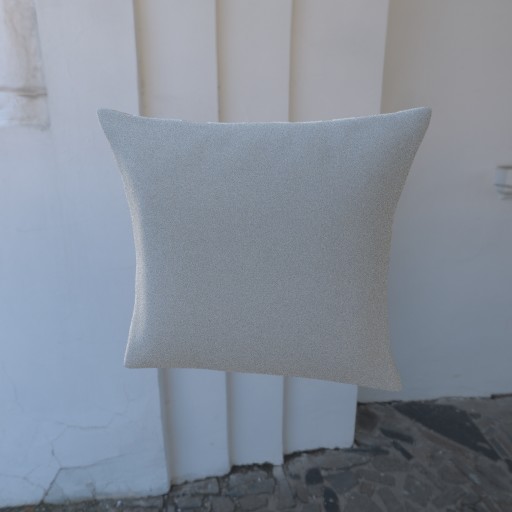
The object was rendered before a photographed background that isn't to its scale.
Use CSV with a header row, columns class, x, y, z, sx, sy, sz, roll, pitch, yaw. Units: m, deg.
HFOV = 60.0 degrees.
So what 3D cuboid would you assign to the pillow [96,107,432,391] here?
class,x,y,z,sx,sy,sz,roll,pitch,yaw
pillow,0.000,0.000,0.798,0.552,0.508,0.166,3,17,8
